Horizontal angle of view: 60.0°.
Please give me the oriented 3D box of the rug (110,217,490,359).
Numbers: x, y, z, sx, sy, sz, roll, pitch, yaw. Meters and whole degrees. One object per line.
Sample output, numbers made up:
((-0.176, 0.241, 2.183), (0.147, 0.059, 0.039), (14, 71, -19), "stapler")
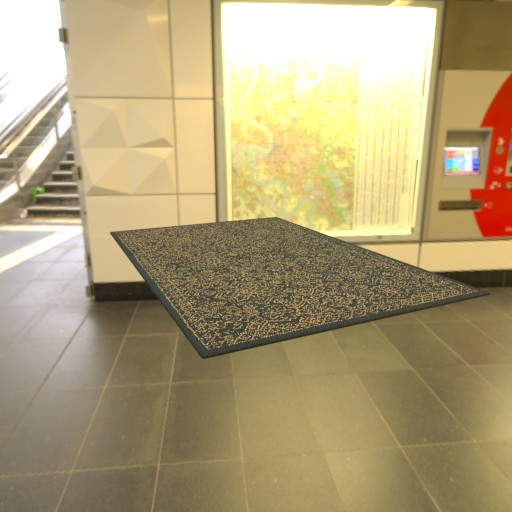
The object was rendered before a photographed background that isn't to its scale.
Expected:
((0.000, 0.000, 2.320), (1.219, 0.010, 1.829), (-7, 17, -25), "rug")
